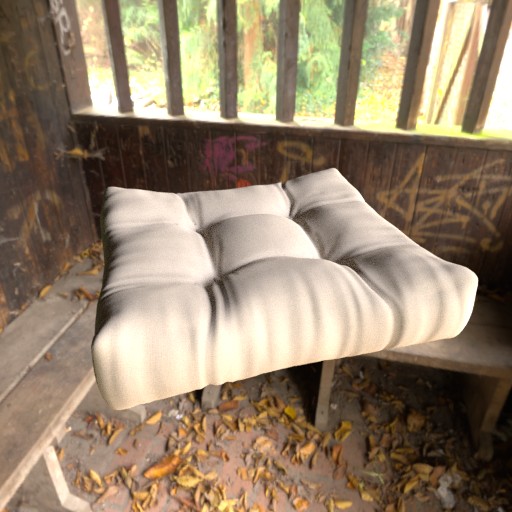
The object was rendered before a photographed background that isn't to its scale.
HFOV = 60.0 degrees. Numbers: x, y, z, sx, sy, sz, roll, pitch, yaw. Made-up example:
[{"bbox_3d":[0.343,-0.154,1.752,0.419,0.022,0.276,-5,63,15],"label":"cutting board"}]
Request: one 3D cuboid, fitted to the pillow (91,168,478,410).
[{"bbox_3d":[0.000,0.000,0.721,0.490,0.128,0.468,-8,31,-13],"label":"pillow"}]
